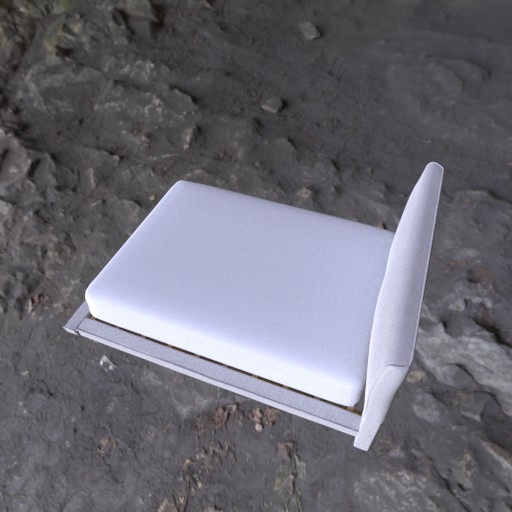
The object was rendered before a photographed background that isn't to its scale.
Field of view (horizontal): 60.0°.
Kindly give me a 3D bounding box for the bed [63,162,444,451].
[{"bbox_3d":[0.000,0.000,3.354,2.368,1.067,1.840,16,48,14],"label":"bed"}]
